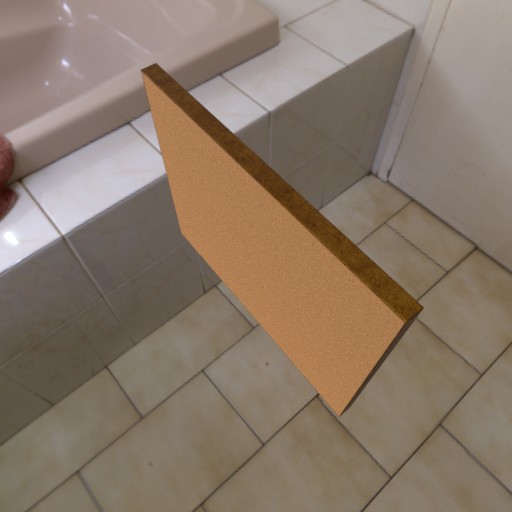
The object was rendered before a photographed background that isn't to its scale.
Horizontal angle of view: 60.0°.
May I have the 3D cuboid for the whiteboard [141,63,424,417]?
[{"bbox_3d":[0.000,0.000,0.795,0.029,0.457,0.561,-34,64,-19],"label":"whiteboard"}]
